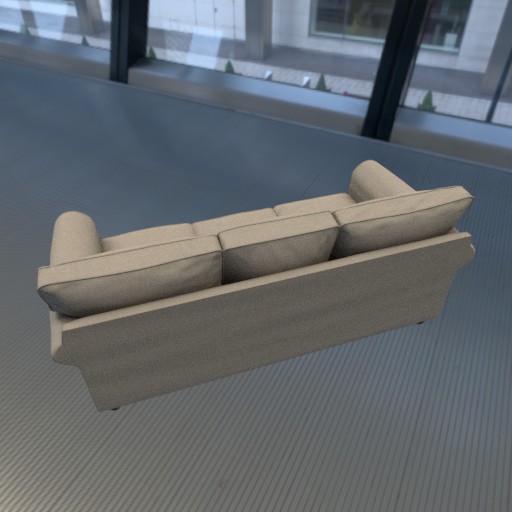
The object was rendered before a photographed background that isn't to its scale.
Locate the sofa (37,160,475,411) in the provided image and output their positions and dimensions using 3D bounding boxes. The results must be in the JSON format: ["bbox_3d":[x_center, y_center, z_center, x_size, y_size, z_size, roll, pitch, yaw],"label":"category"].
[{"bbox_3d":[0.000,0.000,2.503,2.118,0.889,0.998,-12,41,-14],"label":"sofa"}]
